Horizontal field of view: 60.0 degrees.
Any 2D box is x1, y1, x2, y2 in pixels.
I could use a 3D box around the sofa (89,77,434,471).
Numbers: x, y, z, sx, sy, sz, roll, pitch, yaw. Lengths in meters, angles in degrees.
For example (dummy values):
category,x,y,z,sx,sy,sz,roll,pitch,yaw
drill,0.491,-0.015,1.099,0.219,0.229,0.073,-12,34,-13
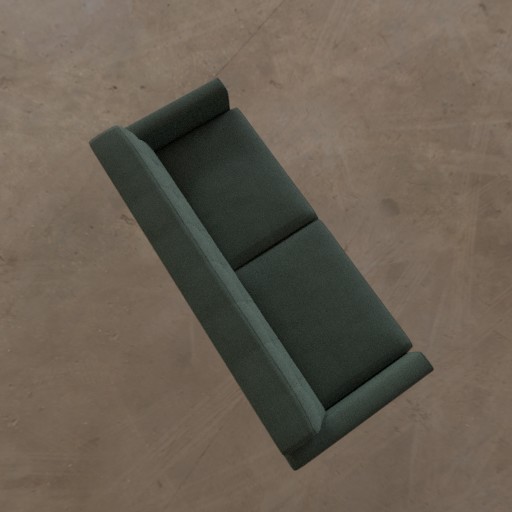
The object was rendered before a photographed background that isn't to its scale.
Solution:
category,x,y,z,sx,sy,sz,roll,pitch,yaw
sofa,0.000,0.000,2.506,0.909,0.841,2.029,-32,77,-8
